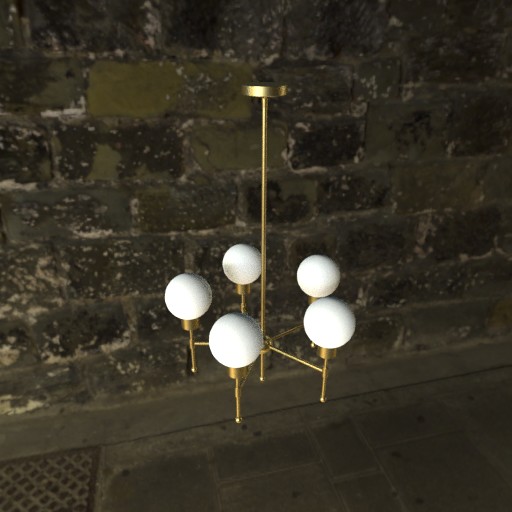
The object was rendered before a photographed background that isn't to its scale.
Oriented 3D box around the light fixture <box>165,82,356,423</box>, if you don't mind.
[{"bbox_3d":[0.000,0.000,1.835,0.785,1.331,0.815,0,26,1],"label":"light fixture"}]
